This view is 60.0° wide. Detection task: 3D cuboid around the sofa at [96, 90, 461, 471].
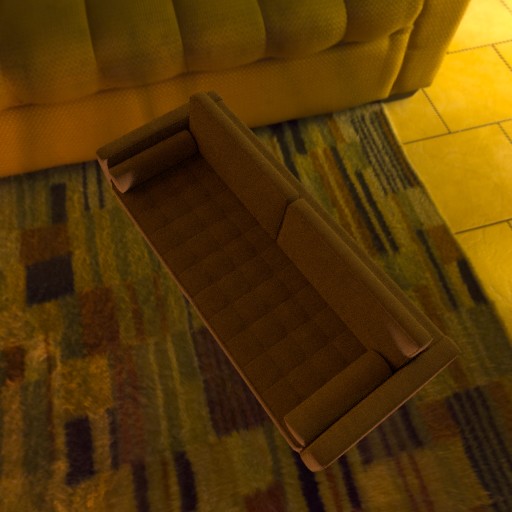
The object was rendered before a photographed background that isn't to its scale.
[{"bbox_3d":[0.000,0.000,2.594,0.919,0.770,2.200,-33,68,-15],"label":"sofa"}]
